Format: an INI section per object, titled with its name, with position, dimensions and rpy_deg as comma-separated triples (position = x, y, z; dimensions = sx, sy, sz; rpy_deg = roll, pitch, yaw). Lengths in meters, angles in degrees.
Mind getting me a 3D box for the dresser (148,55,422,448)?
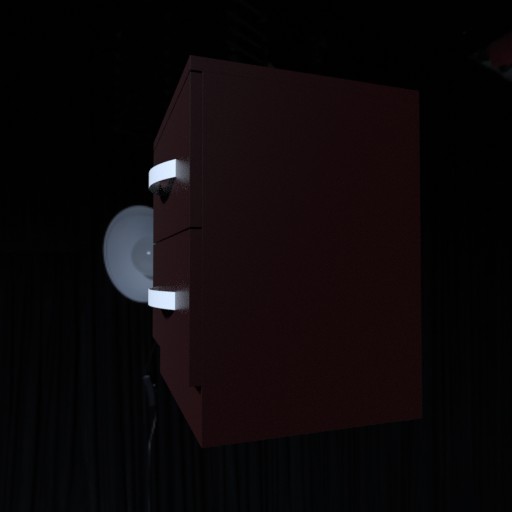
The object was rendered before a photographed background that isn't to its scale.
[dresser]
position = 0.000, 0.000, 0.764
dimensions = 0.360, 0.470, 0.400
rpy_deg = 0, -1, -19
